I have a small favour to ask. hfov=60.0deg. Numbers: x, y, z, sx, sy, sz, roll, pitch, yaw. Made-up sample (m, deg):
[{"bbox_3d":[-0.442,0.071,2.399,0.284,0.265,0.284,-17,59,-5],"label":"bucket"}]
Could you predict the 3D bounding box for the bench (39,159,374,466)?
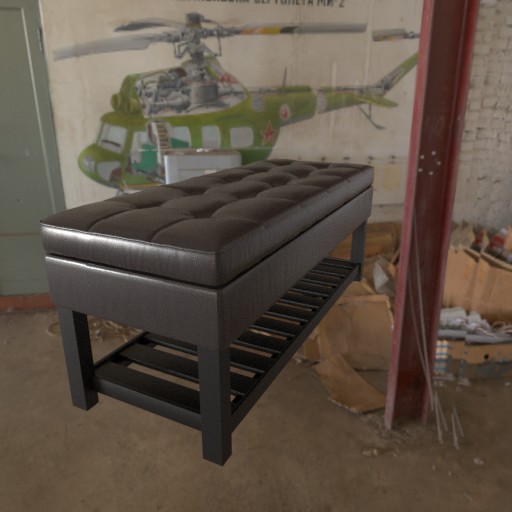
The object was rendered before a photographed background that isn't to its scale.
[{"bbox_3d":[0.000,0.000,1.315,0.432,0.460,1.105,9,21,25],"label":"bench"}]
